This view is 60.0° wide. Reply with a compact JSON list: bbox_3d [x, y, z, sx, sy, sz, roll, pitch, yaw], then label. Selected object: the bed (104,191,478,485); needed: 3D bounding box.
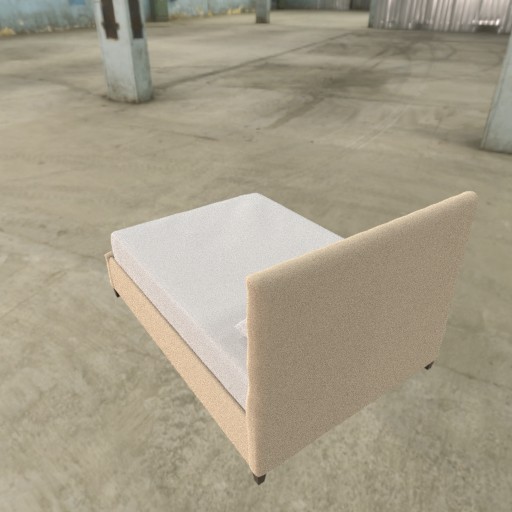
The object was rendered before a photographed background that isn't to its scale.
[{"bbox_3d":[0.000,0.000,3.444,1.698,1.427,2.387,-20,36,-30],"label":"bed"}]
